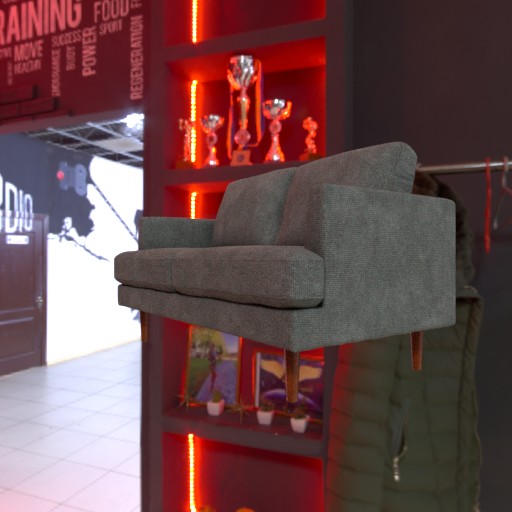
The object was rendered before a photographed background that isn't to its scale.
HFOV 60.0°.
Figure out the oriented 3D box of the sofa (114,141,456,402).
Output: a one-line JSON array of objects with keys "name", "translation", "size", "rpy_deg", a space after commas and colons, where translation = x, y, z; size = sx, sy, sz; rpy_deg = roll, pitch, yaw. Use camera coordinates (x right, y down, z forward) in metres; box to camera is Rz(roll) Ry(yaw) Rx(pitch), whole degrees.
[{"name": "sofa", "translation": [0.000, 0.000, 2.153], "size": [0.903, 0.956, 1.582], "rpy_deg": [0, 0, -36]}]
